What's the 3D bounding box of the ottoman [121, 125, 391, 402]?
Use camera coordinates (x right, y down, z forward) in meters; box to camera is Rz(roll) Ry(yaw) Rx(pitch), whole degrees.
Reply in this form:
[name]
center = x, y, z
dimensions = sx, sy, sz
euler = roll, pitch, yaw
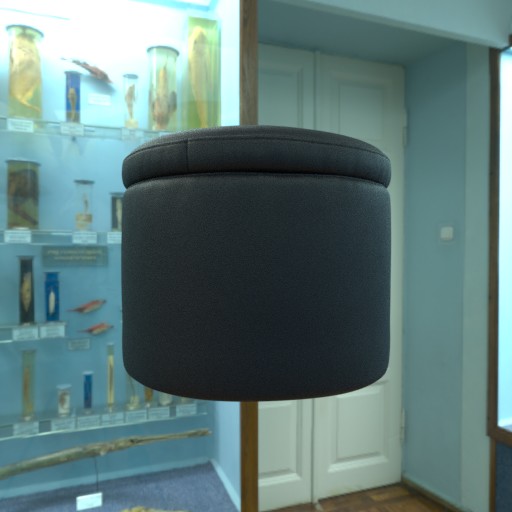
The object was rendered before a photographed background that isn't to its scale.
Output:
[ottoman]
center = 0.000, 0.000, 0.861
dimensions = 0.501, 0.409, 0.501
euler = 0, 1, 0
